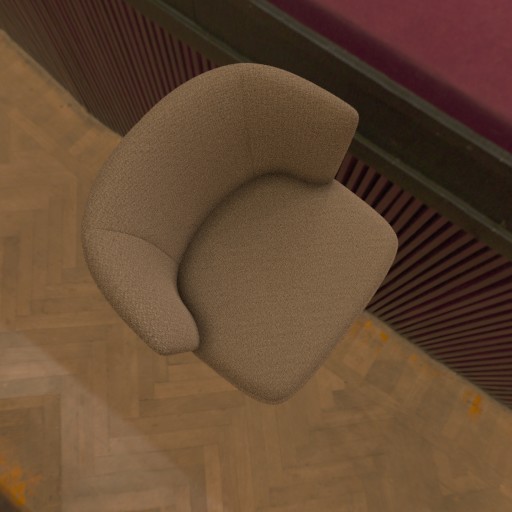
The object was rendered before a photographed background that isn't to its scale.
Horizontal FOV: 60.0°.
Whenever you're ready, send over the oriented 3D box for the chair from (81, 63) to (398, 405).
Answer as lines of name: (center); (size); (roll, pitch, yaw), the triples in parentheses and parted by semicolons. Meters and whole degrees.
chair: (0.000, 0.000, 1.274); (0.660, 0.760, 0.700); (37, 78, 9)
